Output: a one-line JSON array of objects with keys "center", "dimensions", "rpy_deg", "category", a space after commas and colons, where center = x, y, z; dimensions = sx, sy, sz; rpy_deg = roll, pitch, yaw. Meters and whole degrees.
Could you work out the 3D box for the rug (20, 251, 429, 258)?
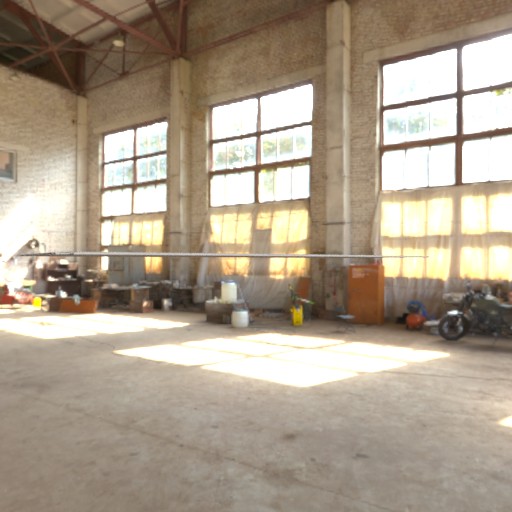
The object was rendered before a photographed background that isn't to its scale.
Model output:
[{"center": [0.000, 0.000, 2.699], "dimensions": [2.480, 0.013, 0.786], "rpy_deg": [0, -1, -36], "category": "rug"}]
